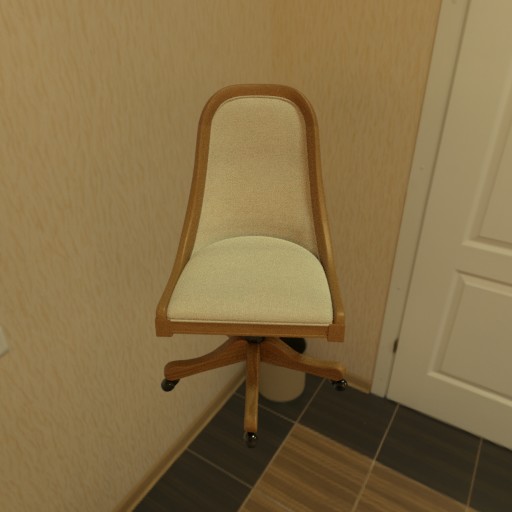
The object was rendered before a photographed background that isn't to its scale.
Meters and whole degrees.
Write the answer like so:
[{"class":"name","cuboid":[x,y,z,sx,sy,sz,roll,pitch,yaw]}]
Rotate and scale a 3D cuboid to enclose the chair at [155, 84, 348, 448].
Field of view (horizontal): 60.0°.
[{"class":"chair","cuboid":[0.000,0.000,1.545,0.702,1.009,0.811,1,30,2]}]
